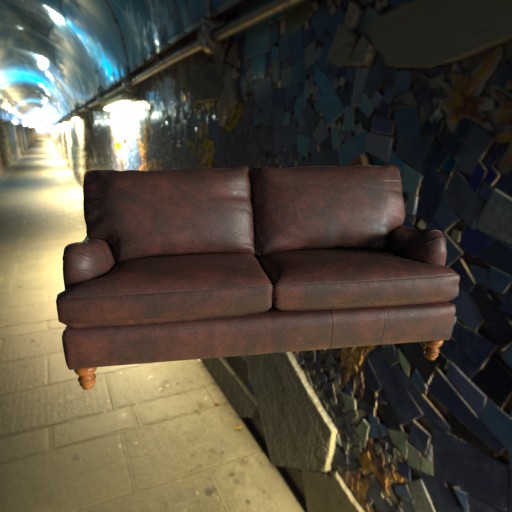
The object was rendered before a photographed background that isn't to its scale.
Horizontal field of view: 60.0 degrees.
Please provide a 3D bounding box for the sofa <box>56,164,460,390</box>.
[{"bbox_3d":[0.000,0.000,2.778,2.144,1.071,1.147,-3,16,-9],"label":"sofa"}]
